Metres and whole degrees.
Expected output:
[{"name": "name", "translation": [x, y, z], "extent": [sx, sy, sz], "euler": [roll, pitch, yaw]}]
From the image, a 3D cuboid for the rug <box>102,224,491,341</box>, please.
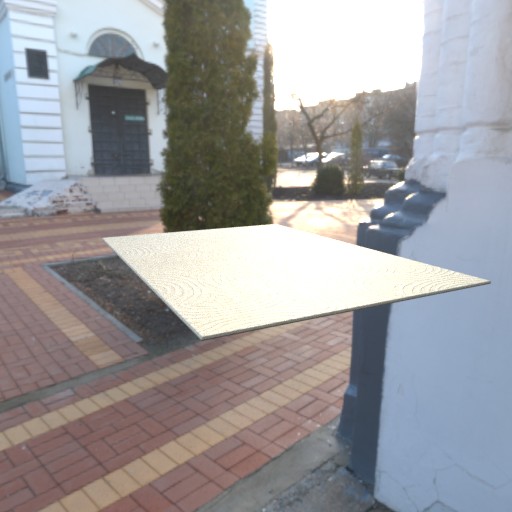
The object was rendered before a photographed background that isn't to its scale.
[{"name": "rug", "translation": [0.000, 0.000, 2.779], "extent": [1.526, 0.015, 2.132], "euler": [-6, 14, -27]}]
